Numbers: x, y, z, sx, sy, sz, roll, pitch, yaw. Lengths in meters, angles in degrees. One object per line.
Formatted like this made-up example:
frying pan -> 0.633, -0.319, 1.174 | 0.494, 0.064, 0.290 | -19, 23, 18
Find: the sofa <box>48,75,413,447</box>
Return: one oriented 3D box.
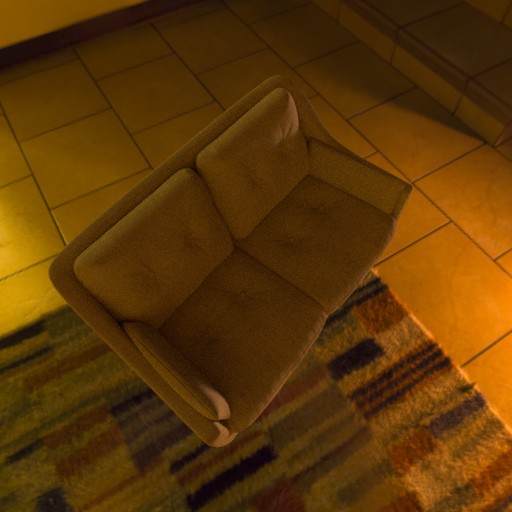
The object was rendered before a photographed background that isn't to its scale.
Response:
sofa -> 0.000, 0.000, 2.253 | 0.965, 0.888, 1.652 | 34, 64, 19
